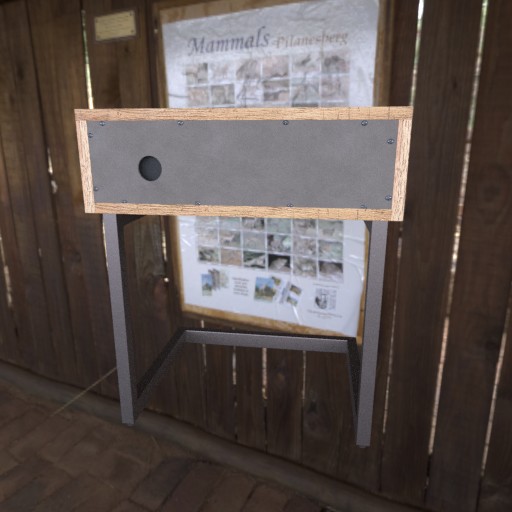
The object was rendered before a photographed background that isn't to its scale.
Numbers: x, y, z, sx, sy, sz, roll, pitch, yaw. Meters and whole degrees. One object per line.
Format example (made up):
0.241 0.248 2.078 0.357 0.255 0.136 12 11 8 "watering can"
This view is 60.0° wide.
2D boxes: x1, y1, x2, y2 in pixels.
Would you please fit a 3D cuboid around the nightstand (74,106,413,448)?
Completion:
0.000 0.000 1.030 0.558 0.632 0.481 2 16 8 "nightstand"
